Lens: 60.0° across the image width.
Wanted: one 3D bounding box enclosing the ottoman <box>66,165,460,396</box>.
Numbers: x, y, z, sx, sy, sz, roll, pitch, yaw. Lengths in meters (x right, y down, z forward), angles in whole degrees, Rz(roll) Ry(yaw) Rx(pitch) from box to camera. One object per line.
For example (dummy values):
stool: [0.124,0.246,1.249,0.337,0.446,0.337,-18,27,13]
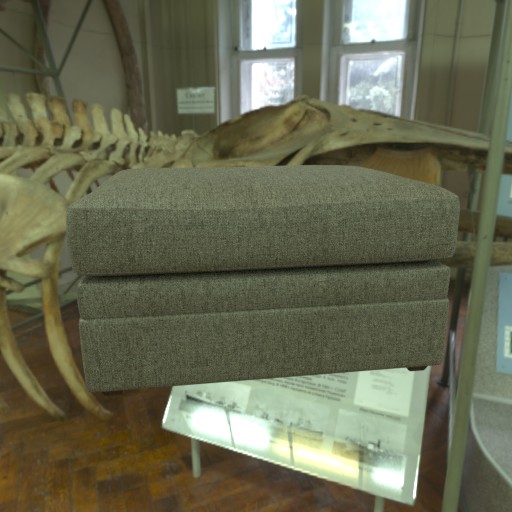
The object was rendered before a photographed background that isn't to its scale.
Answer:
ottoman: [0.000,0.000,1.260,0.885,0.478,0.637,-2,16,-8]
